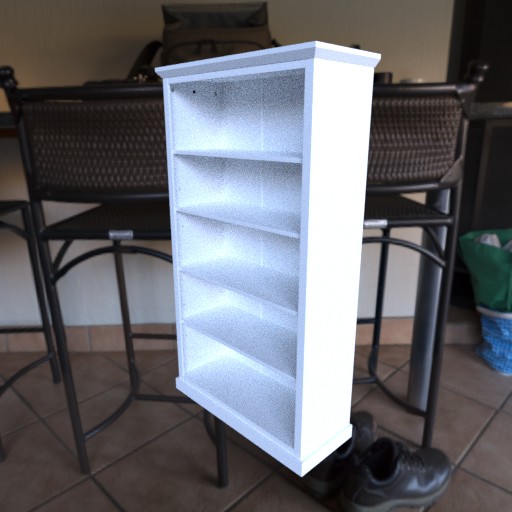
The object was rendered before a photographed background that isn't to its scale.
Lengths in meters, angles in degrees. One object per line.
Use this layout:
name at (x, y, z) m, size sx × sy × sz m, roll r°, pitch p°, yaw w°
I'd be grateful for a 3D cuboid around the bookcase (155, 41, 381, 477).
bookcase at (0.000, 0.000, 2.324) m, size 0.432 × 1.880 × 1.050 m, roll -15°, pitch 22°, yaw -42°
